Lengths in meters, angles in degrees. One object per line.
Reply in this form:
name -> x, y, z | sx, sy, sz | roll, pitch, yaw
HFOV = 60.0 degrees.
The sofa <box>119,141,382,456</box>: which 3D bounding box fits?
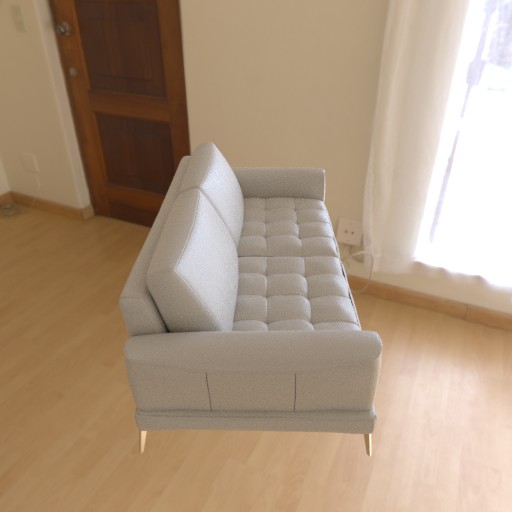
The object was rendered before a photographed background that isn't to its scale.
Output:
sofa -> 0.000, 0.000, 2.749 | 1.121, 0.930, 2.177 | 0, 32, 0
